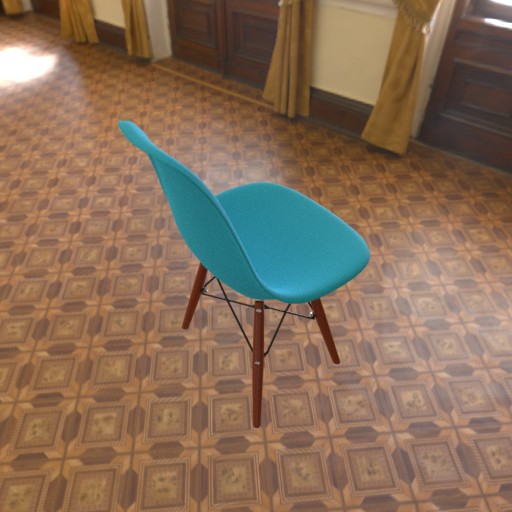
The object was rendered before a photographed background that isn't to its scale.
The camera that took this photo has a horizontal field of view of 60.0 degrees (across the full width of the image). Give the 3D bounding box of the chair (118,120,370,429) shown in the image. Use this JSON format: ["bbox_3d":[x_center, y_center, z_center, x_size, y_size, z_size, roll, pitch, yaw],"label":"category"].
[{"bbox_3d":[0.000,0.000,1.148,0.533,0.826,0.470,-27,49,-26],"label":"chair"}]
